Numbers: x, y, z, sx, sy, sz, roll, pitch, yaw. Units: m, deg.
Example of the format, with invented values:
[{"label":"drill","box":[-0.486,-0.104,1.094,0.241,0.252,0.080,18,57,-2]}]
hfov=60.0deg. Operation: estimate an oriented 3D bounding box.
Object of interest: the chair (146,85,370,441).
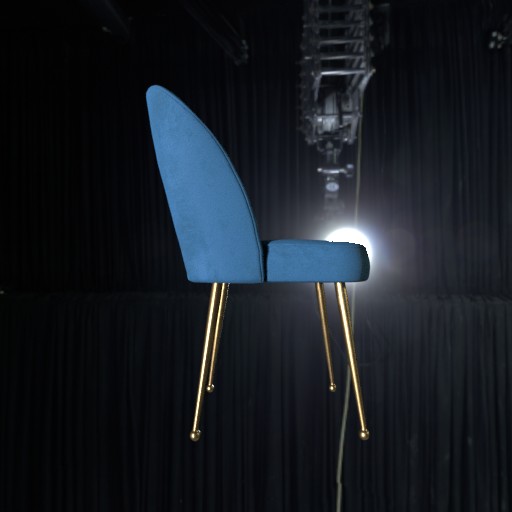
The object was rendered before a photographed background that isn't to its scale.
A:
[{"label":"chair","box":[0.000,0.000,1.233,0.577,0.860,0.527,0,-1,-1]}]
